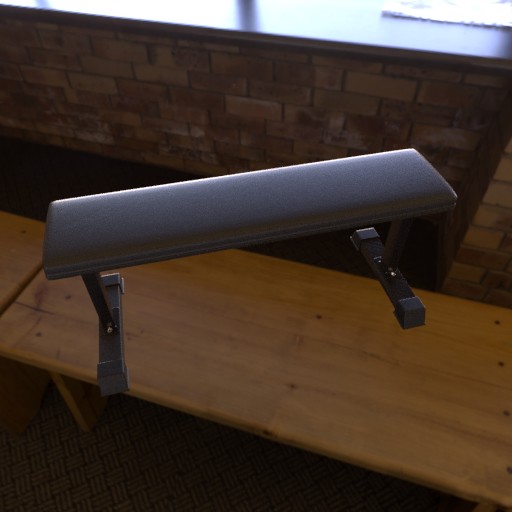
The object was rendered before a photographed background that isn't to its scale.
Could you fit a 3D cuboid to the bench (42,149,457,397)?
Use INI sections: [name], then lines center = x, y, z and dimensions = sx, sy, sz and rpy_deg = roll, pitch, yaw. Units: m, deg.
[bench]
center = 0.000, 0.000, 1.324
dimensions = 1.072, 0.453, 0.439
rpy_deg = -10, 47, -10
